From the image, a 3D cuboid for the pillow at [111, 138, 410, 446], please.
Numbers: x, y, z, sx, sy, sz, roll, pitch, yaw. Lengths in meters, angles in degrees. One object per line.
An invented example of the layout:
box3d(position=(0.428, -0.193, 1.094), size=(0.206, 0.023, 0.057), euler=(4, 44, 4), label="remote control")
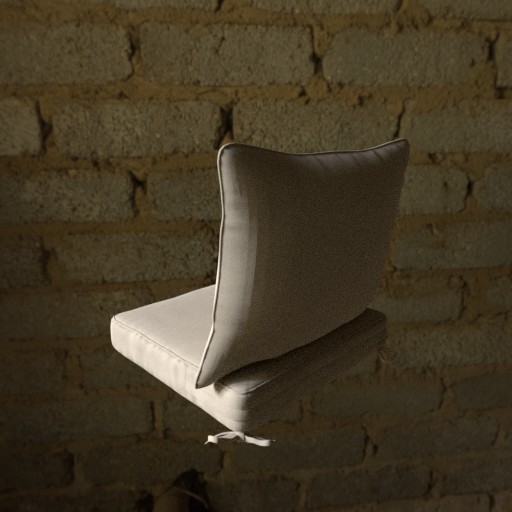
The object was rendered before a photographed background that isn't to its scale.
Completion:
box3d(position=(0.000, 0.000, 1.391), size=(0.733, 0.716, 0.798), euler=(15, 22, 43), label="pillow")
